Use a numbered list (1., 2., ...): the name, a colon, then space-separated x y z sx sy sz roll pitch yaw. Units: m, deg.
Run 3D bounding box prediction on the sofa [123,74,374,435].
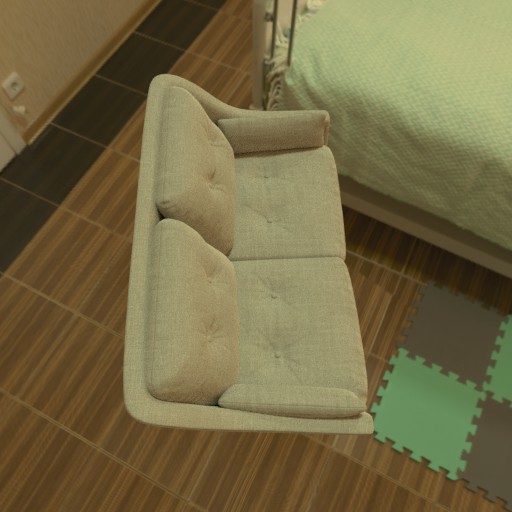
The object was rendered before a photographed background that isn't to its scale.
1. sofa: 0.000 0.000 2.146 0.965 0.888 1.652 -2 64 -1
